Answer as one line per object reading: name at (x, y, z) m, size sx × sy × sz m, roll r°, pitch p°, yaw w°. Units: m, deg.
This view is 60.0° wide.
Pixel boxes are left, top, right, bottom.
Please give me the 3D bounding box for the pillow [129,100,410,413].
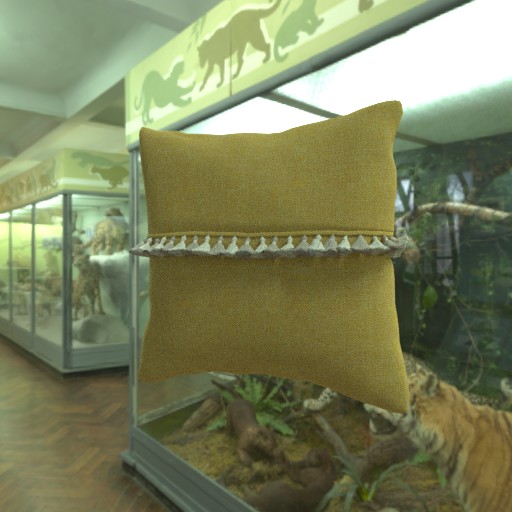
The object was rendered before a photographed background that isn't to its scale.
pillow at (0.000, 0.000, 0.738) m, size 0.485 × 0.481 × 0.167 m, roll 0°, pitch 0°, yaw 20°
